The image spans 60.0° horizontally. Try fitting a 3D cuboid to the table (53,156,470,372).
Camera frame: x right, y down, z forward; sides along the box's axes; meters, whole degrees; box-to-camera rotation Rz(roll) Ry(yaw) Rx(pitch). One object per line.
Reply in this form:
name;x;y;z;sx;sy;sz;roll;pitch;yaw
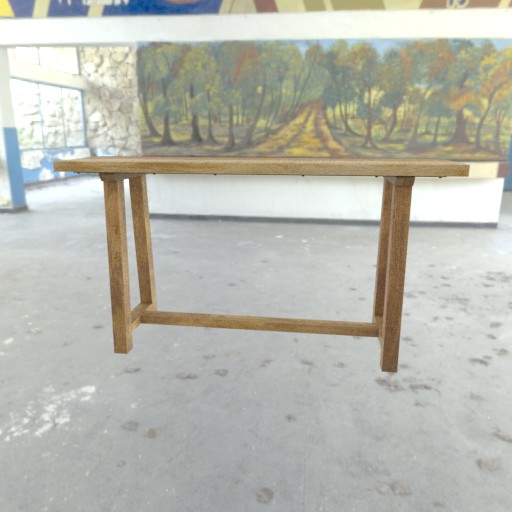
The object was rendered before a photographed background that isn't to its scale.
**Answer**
table;0.000;0.000;1.907;1.524;0.810;0.405;2;16;8
